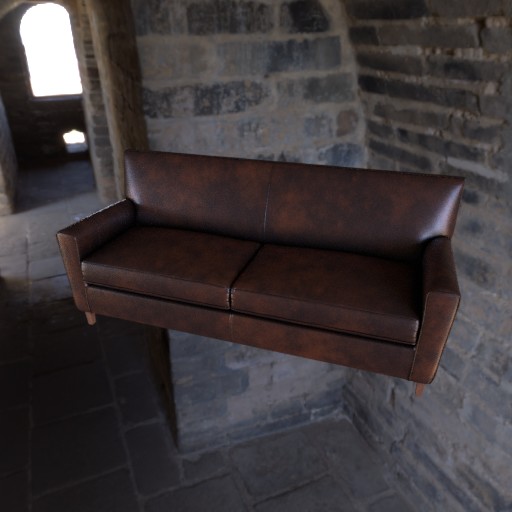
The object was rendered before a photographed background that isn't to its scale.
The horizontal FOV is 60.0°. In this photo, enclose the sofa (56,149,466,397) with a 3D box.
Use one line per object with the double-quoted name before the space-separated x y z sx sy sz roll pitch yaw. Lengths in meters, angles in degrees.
"sofa" 0.000 0.000 2.413 1.995 0.871 0.786 9 28 17
